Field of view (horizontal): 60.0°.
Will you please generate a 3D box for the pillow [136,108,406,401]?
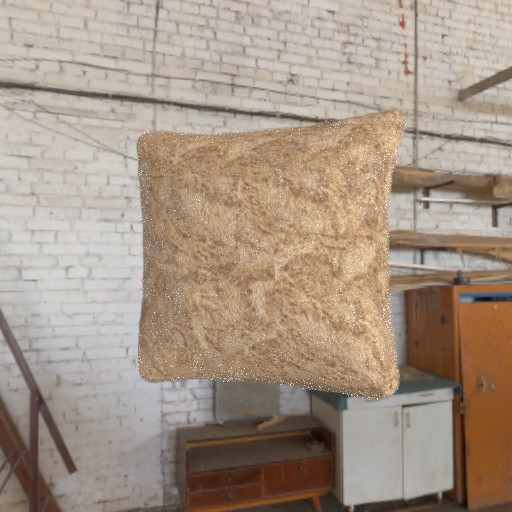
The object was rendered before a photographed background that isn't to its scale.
[{"bbox_3d":[0.000,0.000,0.829,0.538,0.525,0.216,0,-2,18],"label":"pillow"}]
